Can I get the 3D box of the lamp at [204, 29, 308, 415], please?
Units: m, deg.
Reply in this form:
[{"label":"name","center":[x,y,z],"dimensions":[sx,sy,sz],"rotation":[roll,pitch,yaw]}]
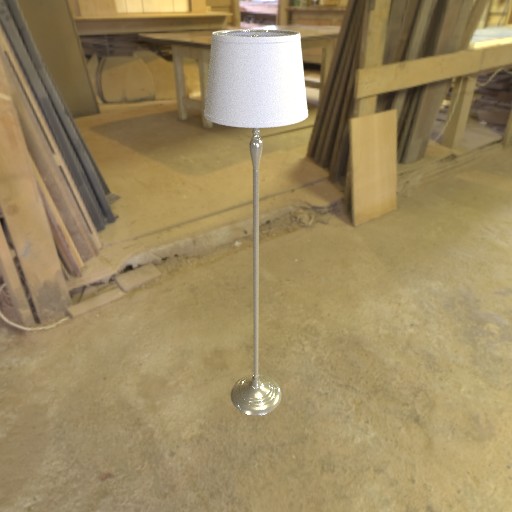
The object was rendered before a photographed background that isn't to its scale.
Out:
[{"label":"lamp","center":[0.000,0.000,1.669],"dimensions":[0.327,1.506,0.327],"rotation":[-20,37,-30]}]
